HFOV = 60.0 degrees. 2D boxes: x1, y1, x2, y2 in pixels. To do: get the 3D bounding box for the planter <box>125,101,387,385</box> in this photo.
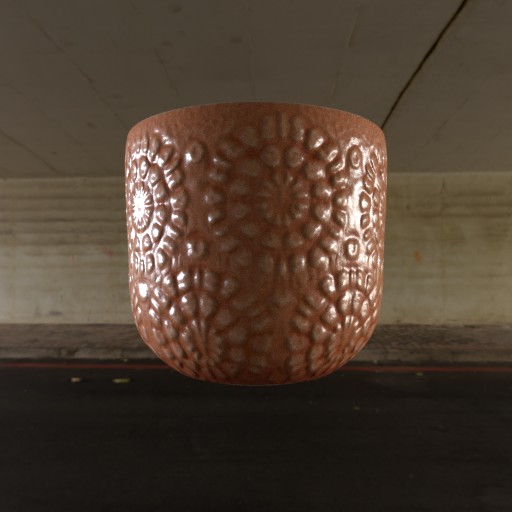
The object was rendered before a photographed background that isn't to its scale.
[{"bbox_3d":[0.000,0.000,0.218,0.124,0.109,0.124,0,-1,0],"label":"planter"}]
